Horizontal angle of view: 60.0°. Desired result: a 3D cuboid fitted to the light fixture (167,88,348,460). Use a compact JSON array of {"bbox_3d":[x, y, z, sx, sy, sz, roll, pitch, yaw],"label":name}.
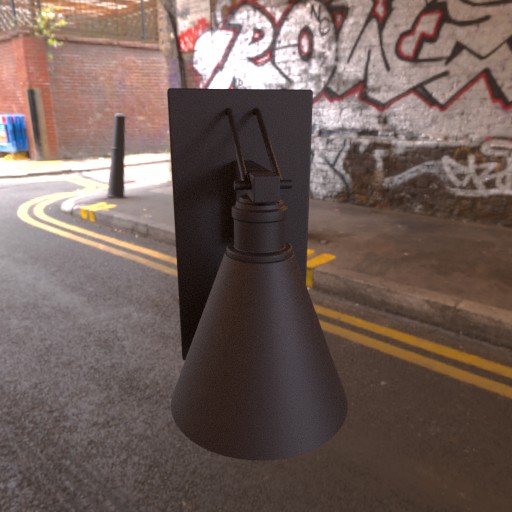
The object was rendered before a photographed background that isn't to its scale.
[{"bbox_3d":[0.000,0.000,0.410,0.170,0.298,0.207,-3,18,-9],"label":"light fixture"}]
